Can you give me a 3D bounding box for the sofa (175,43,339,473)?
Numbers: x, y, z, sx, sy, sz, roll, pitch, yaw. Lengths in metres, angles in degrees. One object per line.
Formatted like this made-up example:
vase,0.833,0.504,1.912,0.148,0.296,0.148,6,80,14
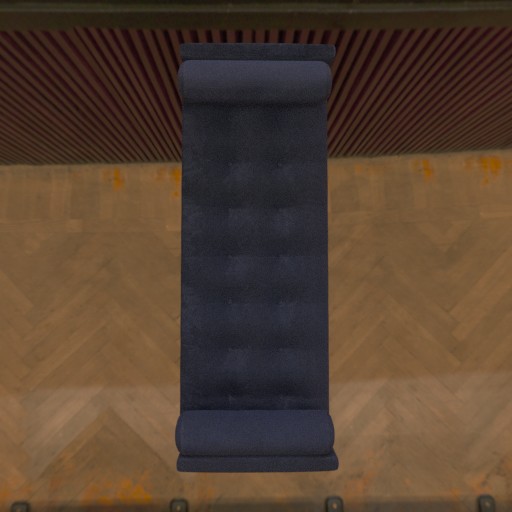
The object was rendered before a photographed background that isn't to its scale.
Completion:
sofa,0.000,0.000,2.438,0.796,0.705,2.102,0,88,-1
